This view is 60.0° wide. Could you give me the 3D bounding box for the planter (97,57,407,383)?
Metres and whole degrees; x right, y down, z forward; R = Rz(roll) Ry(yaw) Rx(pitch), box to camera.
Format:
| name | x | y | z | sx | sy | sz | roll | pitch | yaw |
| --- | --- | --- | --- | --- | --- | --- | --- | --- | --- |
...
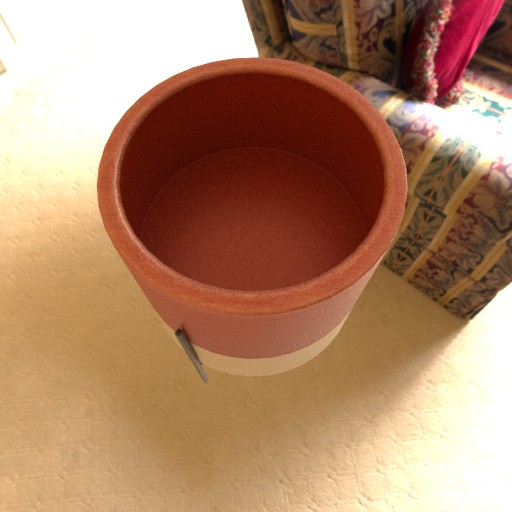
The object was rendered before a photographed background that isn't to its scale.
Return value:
| name | x | y | z | sx | sy | sz | roll | pitch | yaw |
| --- | --- | --- | --- | --- | --- | --- | --- | --- | --- |
| planter | 0.000 | 0.000 | 0.698 | 0.354 | 0.465 | 0.345 | 0 | 65 | 0 |
